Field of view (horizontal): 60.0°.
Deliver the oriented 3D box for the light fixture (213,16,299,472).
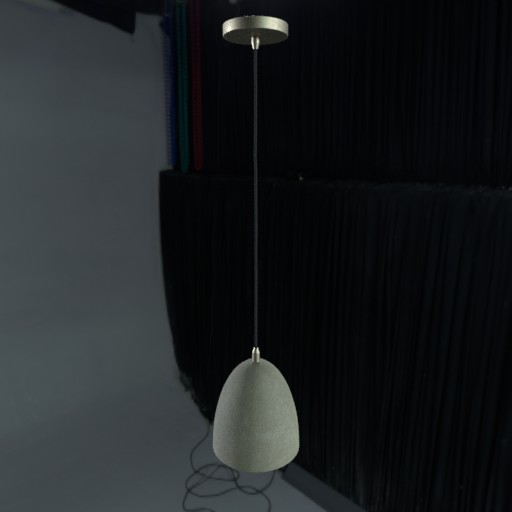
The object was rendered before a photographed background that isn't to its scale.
[{"bbox_3d":[0.000,0.000,0.797,0.170,0.759,0.170,12,17,43],"label":"light fixture"}]
